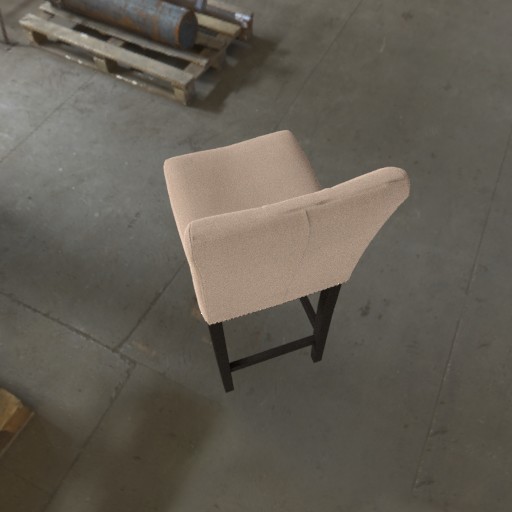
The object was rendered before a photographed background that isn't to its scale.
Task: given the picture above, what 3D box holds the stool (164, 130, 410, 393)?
[{"bbox_3d":[0.000,0.000,1.292,0.411,1.047,0.548,-16,60,-10],"label":"stool"}]
